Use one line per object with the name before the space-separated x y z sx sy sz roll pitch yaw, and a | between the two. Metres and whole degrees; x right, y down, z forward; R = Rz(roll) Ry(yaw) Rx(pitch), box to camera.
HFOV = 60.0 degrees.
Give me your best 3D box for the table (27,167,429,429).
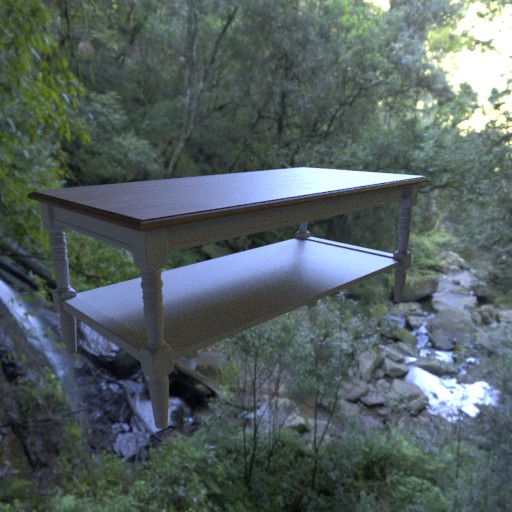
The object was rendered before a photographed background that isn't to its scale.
table | 0.000 0.000 1.393 1.118 0.458 0.559 -15 22 -43
